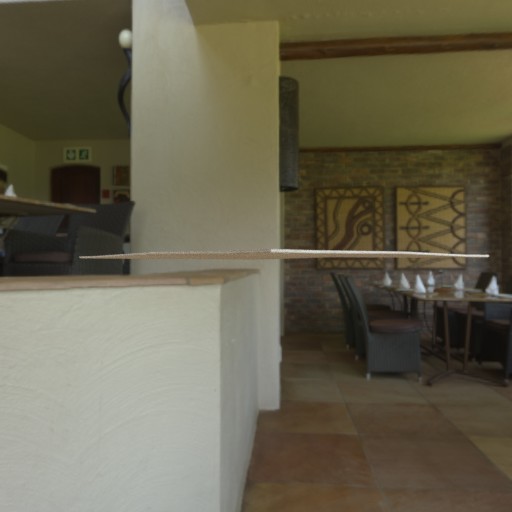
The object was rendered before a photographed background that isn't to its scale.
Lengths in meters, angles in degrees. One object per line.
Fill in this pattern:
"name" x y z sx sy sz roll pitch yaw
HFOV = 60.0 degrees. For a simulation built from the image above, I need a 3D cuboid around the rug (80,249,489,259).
"rug" 0.000 0.000 3.678 2.032 0.038 2.869 1 -1 -37
